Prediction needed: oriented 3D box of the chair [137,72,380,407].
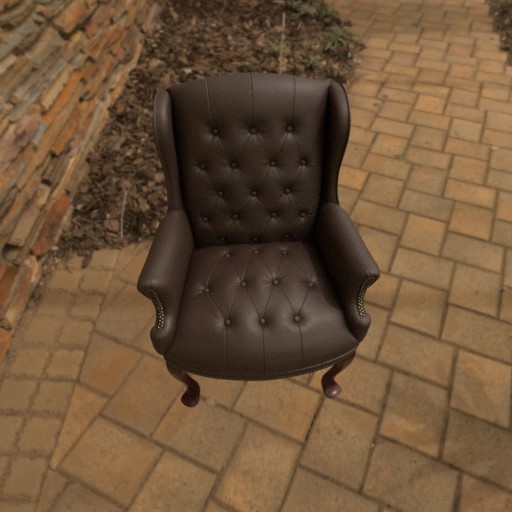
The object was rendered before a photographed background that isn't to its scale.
[{"bbox_3d":[0.000,0.000,1.716,0.829,1.132,0.819,-3,46,-3],"label":"chair"}]
